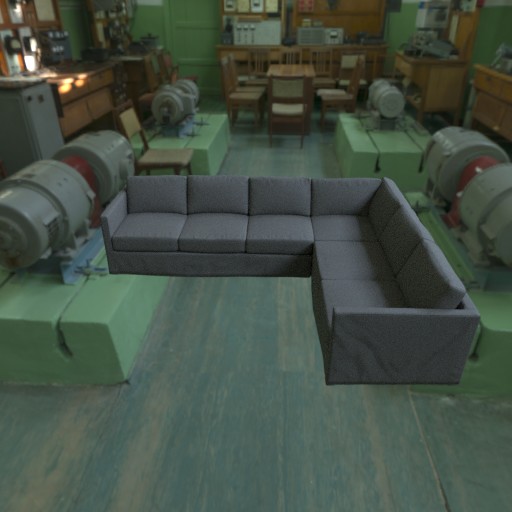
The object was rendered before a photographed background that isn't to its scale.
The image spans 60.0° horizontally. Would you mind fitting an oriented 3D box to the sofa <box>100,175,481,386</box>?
[{"bbox_3d":[0.000,0.000,4.240,3.182,0.871,2.432,1,30,2],"label":"sofa"}]
